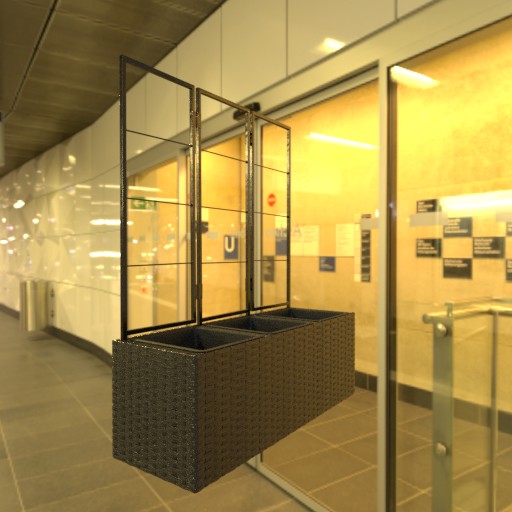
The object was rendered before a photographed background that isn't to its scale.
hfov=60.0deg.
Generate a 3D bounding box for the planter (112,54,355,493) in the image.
[{"bbox_3d":[0.000,0.000,1.134,0.244,0.841,0.698,0,1,36],"label":"planter"}]
